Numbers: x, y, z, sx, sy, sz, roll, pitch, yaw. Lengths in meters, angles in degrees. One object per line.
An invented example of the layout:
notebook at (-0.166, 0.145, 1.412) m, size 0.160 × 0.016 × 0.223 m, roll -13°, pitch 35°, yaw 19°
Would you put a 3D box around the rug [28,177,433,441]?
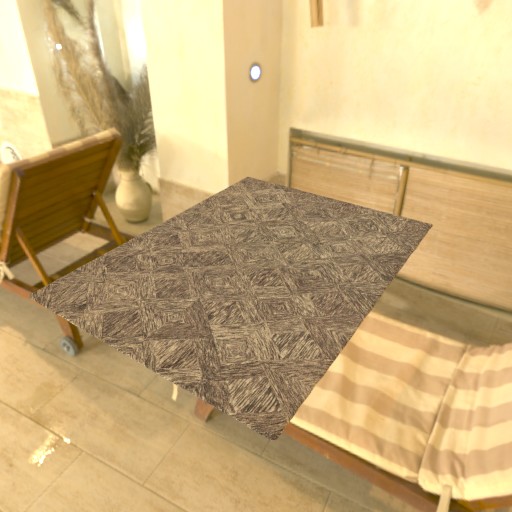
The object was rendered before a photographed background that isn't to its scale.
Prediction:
rug at (0.000, 0.000, 4.232) m, size 2.448 × 0.017 × 3.204 m, roll 20°, pitch 37°, yaw 29°
